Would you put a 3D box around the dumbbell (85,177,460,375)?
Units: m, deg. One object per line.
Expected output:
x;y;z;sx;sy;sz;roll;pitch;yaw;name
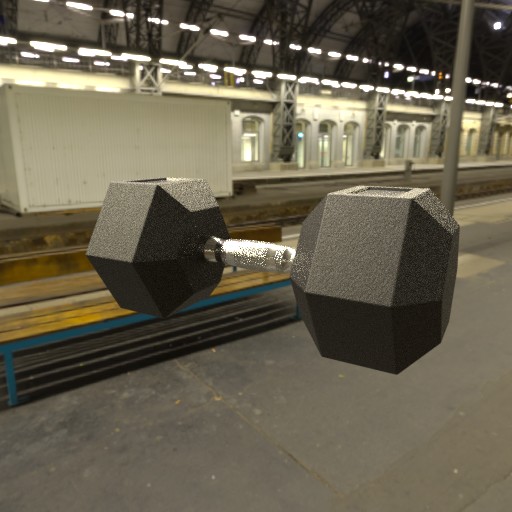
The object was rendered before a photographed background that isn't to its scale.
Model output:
0.000;0.000;0.333;0.271;0.106;0.122;8;16;29;dumbbell
